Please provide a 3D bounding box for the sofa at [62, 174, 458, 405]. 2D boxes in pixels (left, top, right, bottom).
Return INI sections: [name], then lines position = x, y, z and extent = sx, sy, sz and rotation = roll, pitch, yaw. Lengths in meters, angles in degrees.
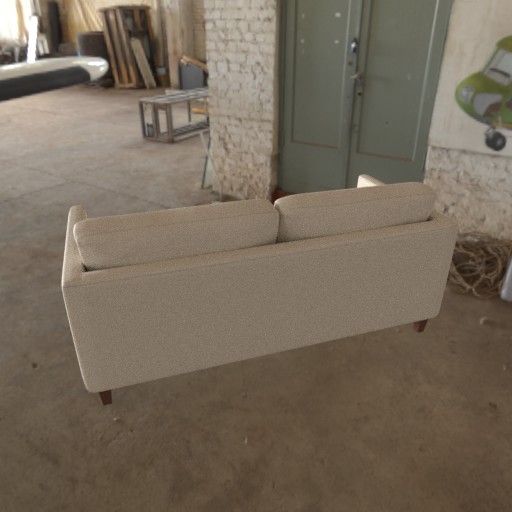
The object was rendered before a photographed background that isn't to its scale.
[sofa]
position = 0.000, 0.000, 2.564
extent = 1.981, 0.889, 0.965
rotation = -9, 29, -16
